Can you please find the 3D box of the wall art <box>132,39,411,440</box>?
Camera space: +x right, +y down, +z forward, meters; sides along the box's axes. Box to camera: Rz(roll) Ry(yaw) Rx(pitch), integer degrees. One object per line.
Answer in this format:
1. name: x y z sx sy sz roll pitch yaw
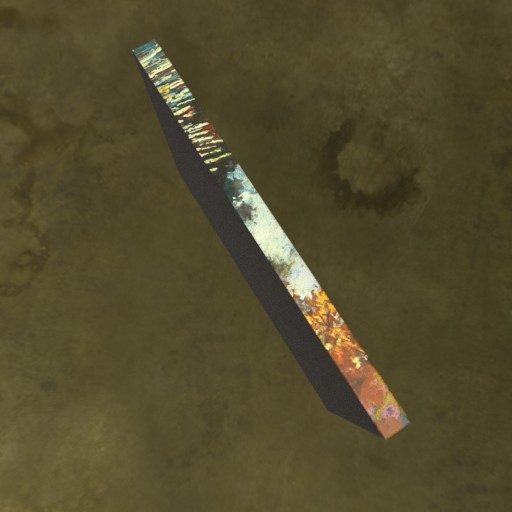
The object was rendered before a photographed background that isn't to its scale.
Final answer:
1. wall art: 0.000 0.000 0.763 0.037 0.406 0.610 -31 77 -8
